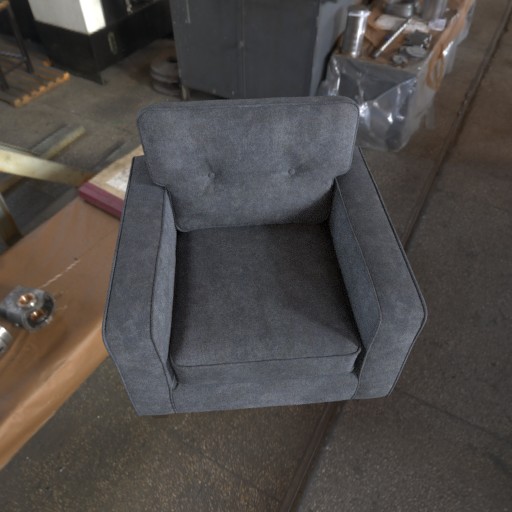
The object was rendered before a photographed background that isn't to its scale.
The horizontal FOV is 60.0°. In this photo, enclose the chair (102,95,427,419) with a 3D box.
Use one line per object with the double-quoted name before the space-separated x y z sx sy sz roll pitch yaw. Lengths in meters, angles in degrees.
"chair" 0.000 0.000 1.744 1.015 0.965 0.939 -3 48 -3
